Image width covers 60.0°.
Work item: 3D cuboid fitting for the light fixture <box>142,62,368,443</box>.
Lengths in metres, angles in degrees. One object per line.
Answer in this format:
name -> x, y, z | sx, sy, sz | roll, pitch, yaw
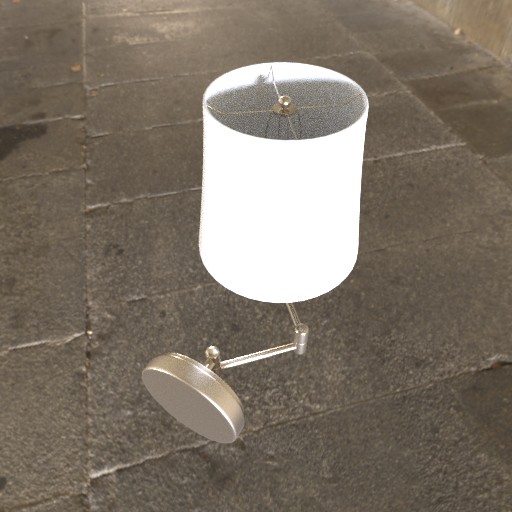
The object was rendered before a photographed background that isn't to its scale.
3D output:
light fixture -> 0.000, 0.000, 0.575 | 0.223, 0.381, 0.348 | 23, 50, 20
